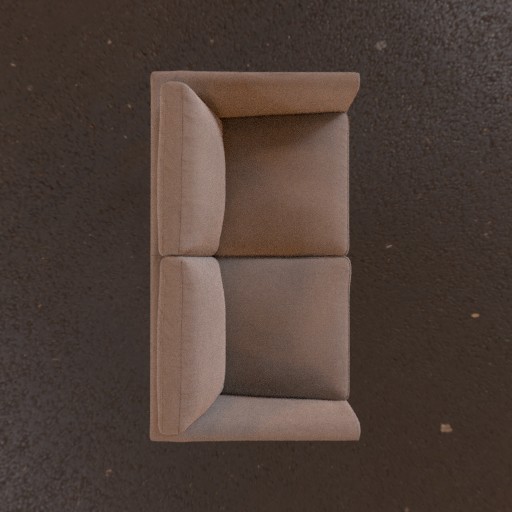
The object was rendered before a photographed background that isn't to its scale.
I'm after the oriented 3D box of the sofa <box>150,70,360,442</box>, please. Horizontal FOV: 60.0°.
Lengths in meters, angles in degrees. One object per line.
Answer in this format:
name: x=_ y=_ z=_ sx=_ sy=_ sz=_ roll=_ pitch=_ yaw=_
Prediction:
sofa: x=0.000 y=0.000 z=2.486 sx=1.091 sy=0.839 sz=1.905 roll=0 pitch=89 yaw=0
